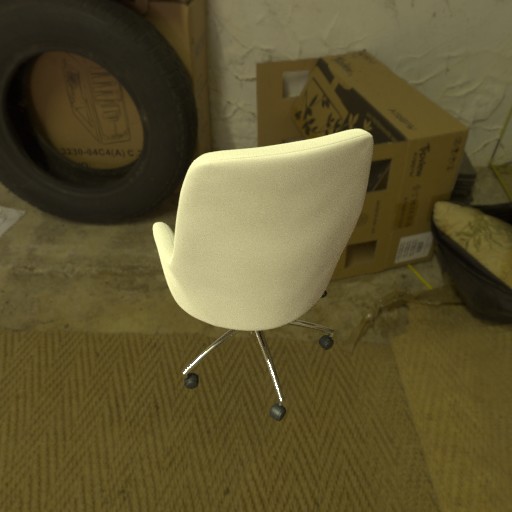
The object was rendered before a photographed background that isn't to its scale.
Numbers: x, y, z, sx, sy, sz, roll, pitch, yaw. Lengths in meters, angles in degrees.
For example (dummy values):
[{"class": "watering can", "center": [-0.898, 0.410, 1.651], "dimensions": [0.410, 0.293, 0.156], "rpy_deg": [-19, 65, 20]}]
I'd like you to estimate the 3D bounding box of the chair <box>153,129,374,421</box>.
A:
[{"class": "chair", "center": [0.000, 0.000, 1.457], "dimensions": [0.620, 1.049, 0.640], "rpy_deg": [-13, 44, -14]}]
